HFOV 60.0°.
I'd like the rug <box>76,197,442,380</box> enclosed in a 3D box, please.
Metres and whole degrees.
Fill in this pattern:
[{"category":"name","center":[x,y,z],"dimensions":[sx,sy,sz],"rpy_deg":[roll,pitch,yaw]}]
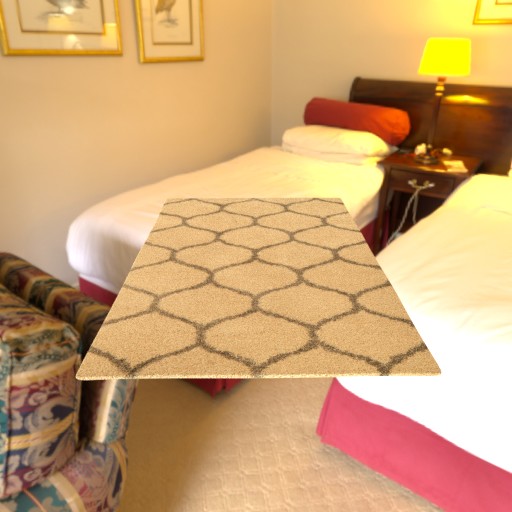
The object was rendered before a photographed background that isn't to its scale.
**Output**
[{"category":"rug","center":[0.000,0.000,3.372],"dimensions":[1.801,0.026,2.701],"rpy_deg":[0,26,-1]}]
